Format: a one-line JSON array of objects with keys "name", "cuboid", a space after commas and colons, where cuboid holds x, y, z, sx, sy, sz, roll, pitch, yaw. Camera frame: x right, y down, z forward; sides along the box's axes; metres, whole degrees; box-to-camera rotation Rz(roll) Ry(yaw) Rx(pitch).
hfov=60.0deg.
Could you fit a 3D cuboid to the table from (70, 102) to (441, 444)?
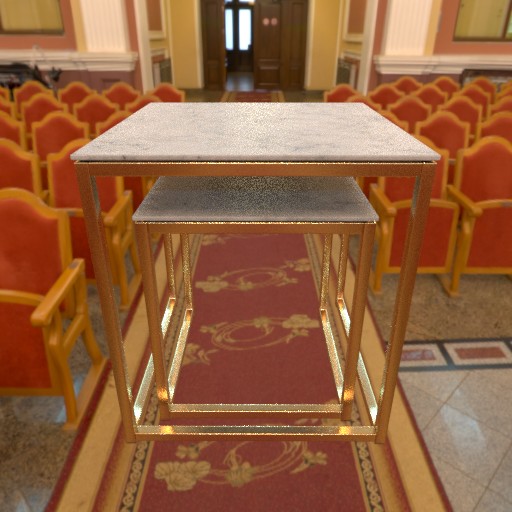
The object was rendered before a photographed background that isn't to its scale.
[{"name": "table", "cuboid": [0.000, 0.000, 0.849, 0.450, 0.500, 0.450, 0, 27, 0]}]
